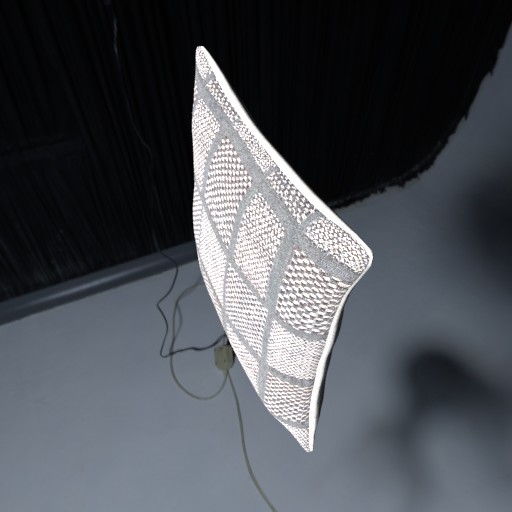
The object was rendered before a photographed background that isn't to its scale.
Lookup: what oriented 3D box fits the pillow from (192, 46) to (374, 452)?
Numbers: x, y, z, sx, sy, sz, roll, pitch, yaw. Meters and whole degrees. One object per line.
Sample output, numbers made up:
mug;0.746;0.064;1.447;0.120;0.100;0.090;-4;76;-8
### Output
pillow;0.000;0.000;0.638;0.138;0.432;0.435;-17;49;-15
